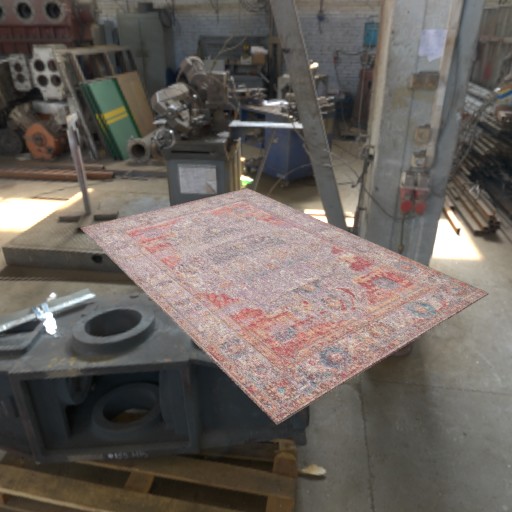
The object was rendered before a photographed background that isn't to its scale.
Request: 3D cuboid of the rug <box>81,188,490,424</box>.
[{"bbox_3d":[0.000,0.000,2.290,1.219,0.005,1.829,-19,33,-32],"label":"rug"}]
